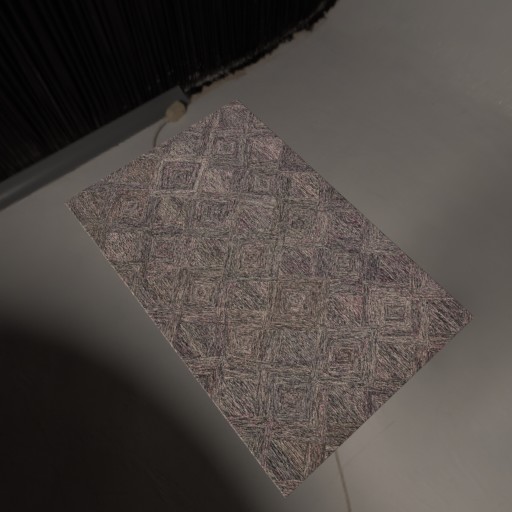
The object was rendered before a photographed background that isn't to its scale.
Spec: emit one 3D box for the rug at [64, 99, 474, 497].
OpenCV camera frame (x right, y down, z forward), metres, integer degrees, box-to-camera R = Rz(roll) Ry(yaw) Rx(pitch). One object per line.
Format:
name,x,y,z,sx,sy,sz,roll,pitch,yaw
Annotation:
rug,0.000,0.000,2.843,1.501,0.017,2.298,-36,69,-16
